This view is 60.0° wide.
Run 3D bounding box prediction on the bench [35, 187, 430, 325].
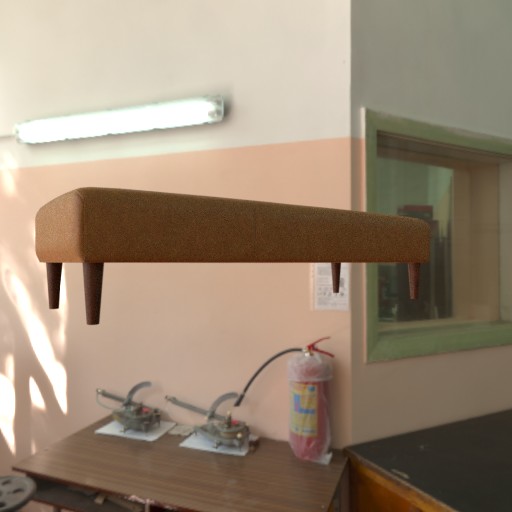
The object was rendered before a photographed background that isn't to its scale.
[{"bbox_3d":[0.000,0.000,1.876,1.610,0.399,0.653,1,-1,-36],"label":"bench"}]
